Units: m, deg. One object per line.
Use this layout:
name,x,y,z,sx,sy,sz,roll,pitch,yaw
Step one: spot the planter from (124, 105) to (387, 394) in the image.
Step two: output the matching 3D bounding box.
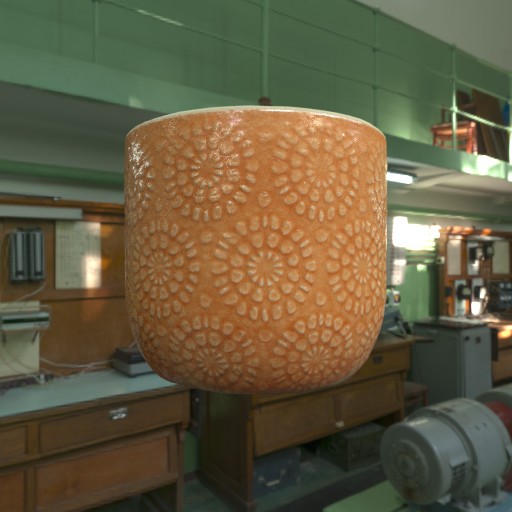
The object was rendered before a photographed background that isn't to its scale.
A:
planter,0.000,0.000,0.293,0.170,0.152,0.170,0,0,0
